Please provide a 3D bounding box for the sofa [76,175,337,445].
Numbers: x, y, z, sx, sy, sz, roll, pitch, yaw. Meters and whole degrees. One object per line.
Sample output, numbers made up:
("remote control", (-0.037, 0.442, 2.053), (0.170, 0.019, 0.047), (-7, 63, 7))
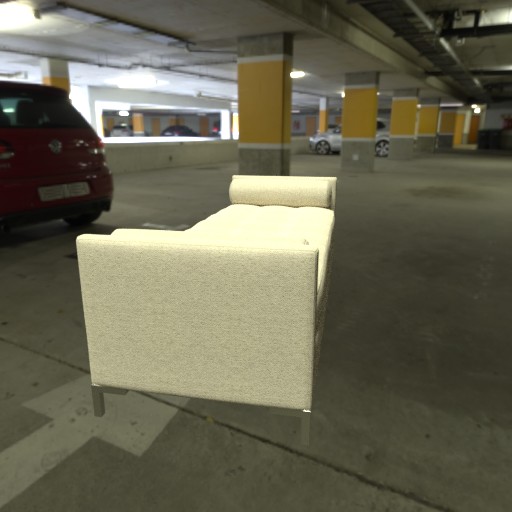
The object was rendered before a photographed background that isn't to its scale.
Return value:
("sofa", (0.000, 0.000, 2.398), (0.797, 0.655, 2.102), (3, 16, 11))
